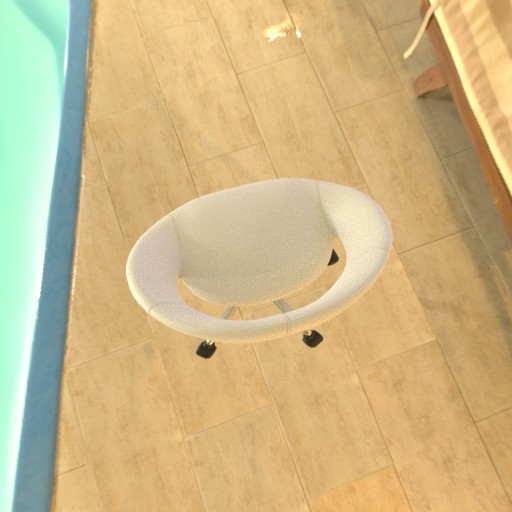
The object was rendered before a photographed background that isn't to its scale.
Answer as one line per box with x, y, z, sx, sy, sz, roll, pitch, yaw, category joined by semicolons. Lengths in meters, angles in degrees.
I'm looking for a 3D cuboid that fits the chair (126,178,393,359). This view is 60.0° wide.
0.000;0.000;1.191;0.612;0.791;0.538;-14;77;-3;chair
